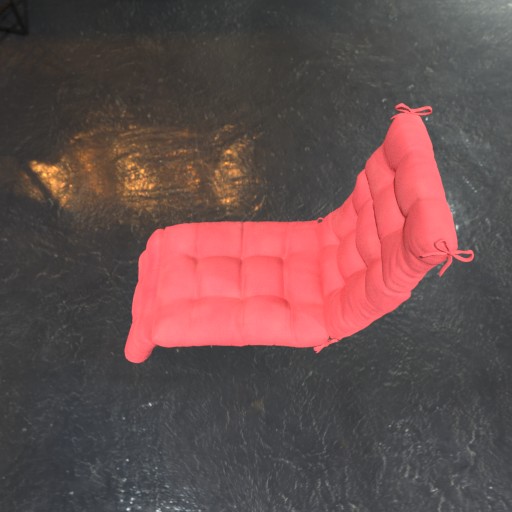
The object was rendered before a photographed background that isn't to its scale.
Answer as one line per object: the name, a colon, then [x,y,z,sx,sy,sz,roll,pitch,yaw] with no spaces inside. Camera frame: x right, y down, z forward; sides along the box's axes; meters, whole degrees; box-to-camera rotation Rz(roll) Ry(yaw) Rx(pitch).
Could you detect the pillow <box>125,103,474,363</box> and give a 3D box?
pillow: [0.000,0.000,1.492,1.016,0.863,0.526,0,59,0]
